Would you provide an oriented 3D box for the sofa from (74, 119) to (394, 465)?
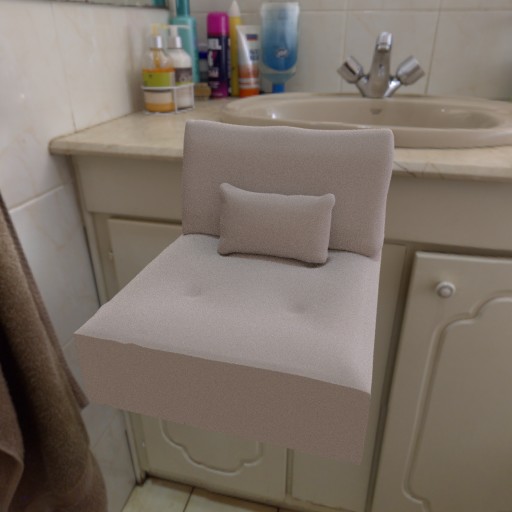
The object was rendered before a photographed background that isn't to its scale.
[{"bbox_3d":[0.000,0.000,1.677,0.935,0.828,1.000,7,28,14],"label":"sofa"}]
